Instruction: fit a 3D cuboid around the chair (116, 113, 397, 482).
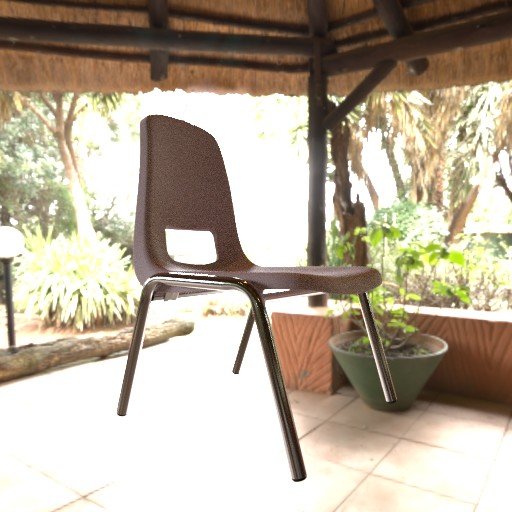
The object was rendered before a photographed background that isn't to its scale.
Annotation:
[{"bbox_3d":[0.000,0.000,0.772,0.385,0.536,0.354,0,1,36],"label":"chair"}]
